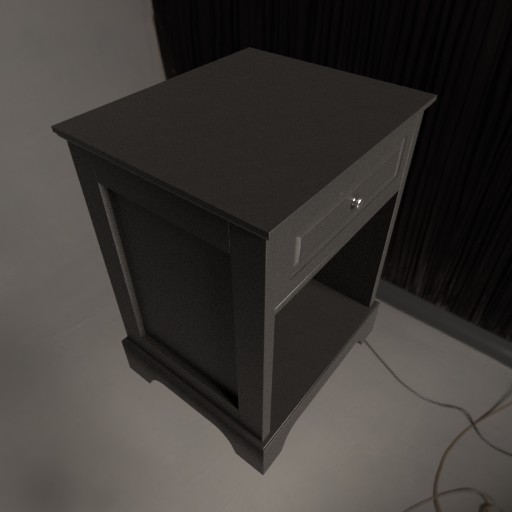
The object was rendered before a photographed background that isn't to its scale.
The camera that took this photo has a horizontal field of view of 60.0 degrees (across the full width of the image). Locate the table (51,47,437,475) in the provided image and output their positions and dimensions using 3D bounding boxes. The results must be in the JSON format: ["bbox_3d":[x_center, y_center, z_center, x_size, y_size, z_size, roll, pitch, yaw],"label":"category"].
[{"bbox_3d":[0.000,0.000,0.890,0.399,0.610,0.460,28,49,27],"label":"table"}]
